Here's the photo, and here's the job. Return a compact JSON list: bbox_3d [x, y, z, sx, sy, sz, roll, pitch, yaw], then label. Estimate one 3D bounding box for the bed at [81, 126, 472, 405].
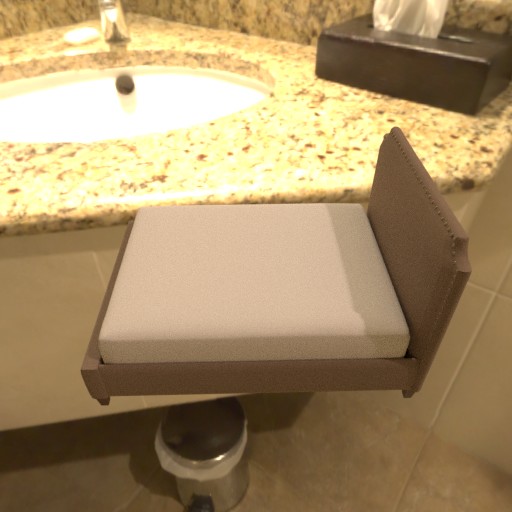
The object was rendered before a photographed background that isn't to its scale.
[{"bbox_3d":[0.000,0.000,3.411,2.372,1.443,1.713,-1,41,-1],"label":"bed"}]
